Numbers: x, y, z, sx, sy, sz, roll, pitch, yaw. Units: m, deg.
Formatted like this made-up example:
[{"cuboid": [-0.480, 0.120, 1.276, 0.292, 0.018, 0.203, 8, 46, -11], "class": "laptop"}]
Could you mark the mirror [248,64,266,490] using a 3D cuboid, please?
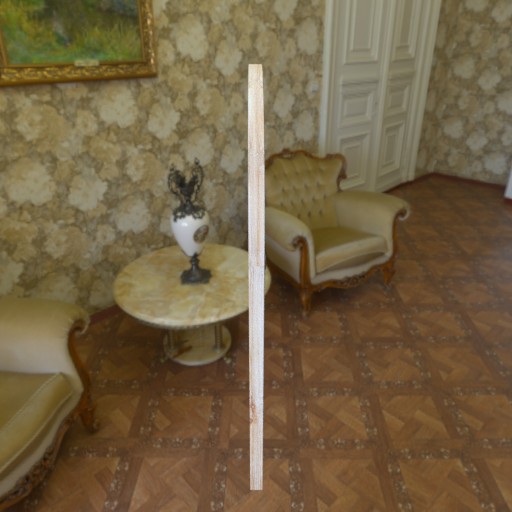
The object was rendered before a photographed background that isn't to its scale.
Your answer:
[{"cuboid": [0.000, 0.000, 1.157, 0.032, 0.920, 0.660, 0, 25, 0], "class": "mirror"}]
